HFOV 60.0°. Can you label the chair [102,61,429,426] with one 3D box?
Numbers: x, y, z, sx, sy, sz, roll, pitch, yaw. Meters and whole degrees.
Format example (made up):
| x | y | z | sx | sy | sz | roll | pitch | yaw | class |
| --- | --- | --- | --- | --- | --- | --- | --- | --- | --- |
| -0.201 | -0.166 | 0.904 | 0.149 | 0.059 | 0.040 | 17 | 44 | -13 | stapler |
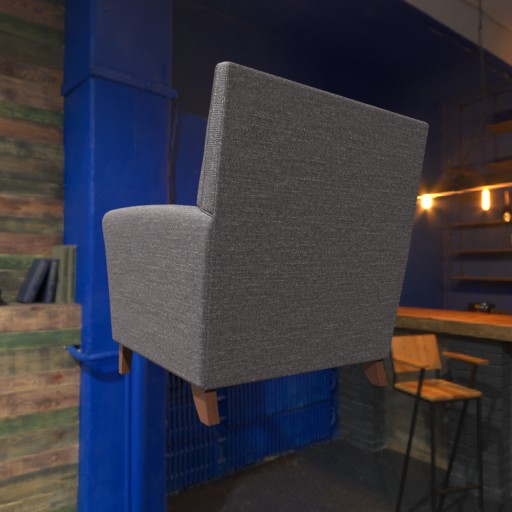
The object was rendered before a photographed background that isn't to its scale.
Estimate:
| x | y | z | sx | sy | sz | roll | pitch | yaw | class |
| --- | --- | --- | --- | --- | --- | --- | --- | --- | --- |
| 0.000 | 0.000 | 1.566 | 0.838 | 0.885 | 0.875 | 1 | -2 | -35 | chair |
